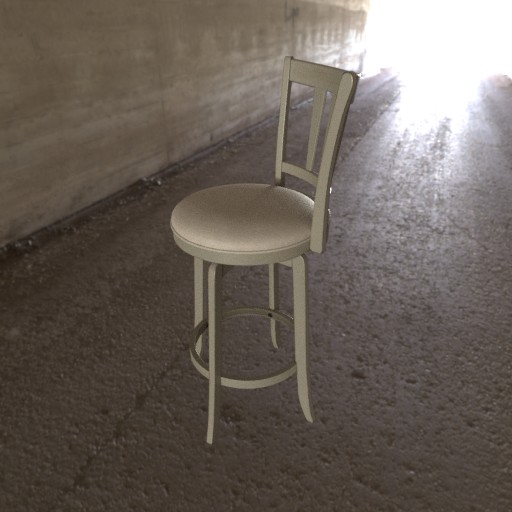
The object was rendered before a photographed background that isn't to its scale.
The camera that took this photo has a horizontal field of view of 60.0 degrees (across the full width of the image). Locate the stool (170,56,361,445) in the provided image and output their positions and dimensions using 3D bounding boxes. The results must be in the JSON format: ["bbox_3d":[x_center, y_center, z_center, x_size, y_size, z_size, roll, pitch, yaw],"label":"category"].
[{"bbox_3d":[0.000,0.000,1.306,0.475,1.042,0.436,-7,29,-13],"label":"stool"}]
